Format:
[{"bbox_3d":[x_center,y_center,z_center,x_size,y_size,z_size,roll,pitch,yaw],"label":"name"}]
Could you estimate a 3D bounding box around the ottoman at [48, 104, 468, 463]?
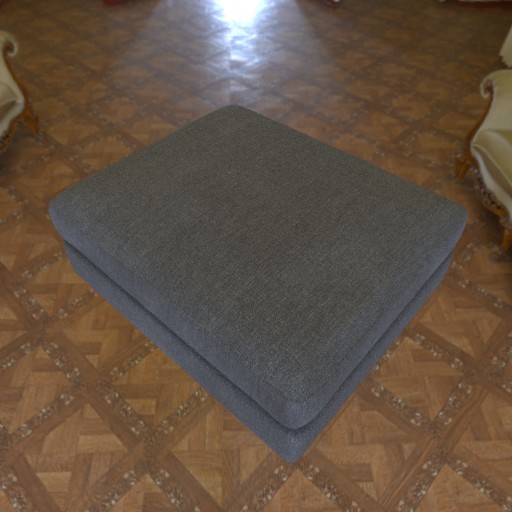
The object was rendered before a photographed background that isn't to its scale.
[{"bbox_3d":[0.000,0.000,1.214,0.821,0.474,0.693,33,55,28],"label":"ottoman"}]
